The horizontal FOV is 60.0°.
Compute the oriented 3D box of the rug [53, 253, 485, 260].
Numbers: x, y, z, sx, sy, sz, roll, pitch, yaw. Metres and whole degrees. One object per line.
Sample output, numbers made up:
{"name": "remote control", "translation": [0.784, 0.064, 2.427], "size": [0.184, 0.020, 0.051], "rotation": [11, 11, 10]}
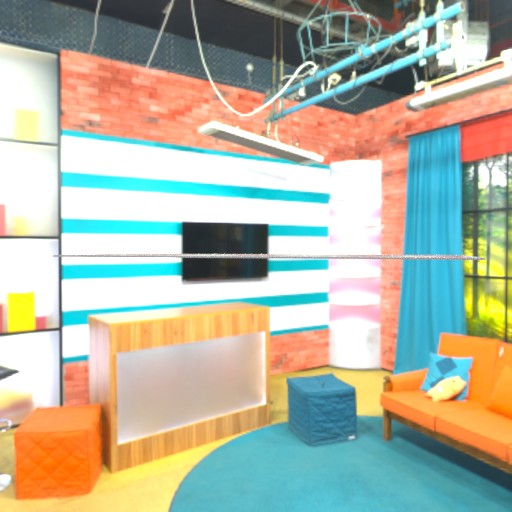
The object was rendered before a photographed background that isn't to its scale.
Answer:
{"name": "rug", "translation": [0.000, 0.000, 2.052], "size": [1.824, 0.009, 0.562], "rotation": [0, 1, 18]}
